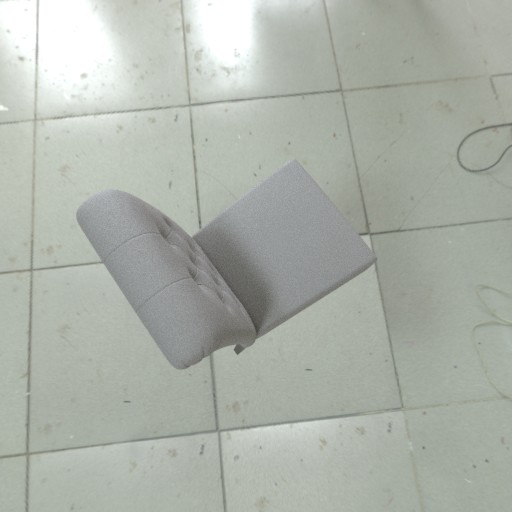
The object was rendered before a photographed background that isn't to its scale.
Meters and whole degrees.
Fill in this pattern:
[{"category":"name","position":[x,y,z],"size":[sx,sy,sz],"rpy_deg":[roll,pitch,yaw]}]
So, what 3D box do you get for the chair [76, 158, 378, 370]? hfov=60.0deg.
[{"category":"chair","position":[0.000,0.000,1.383],"size":[0.671,1.006,0.456],"rpy_deg":[-35,77,-9]}]
